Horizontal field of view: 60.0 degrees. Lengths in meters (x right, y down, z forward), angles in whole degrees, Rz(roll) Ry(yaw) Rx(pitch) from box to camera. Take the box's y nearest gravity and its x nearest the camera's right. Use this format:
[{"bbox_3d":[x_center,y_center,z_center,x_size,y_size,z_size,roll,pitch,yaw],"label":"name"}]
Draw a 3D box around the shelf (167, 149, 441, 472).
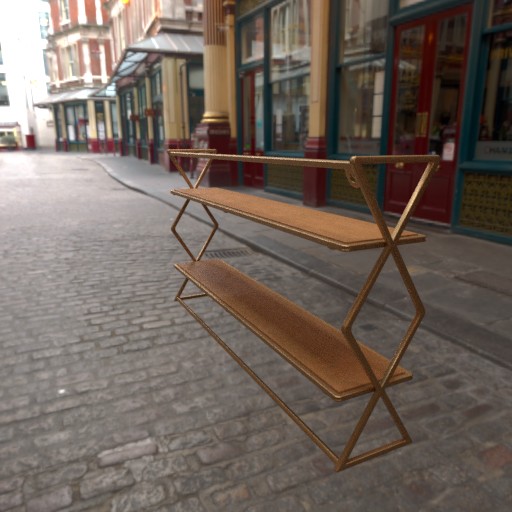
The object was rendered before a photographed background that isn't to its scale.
[{"bbox_3d":[0.000,0.000,0.979,0.150,0.450,0.822,-7,16,-26],"label":"shelf"}]
